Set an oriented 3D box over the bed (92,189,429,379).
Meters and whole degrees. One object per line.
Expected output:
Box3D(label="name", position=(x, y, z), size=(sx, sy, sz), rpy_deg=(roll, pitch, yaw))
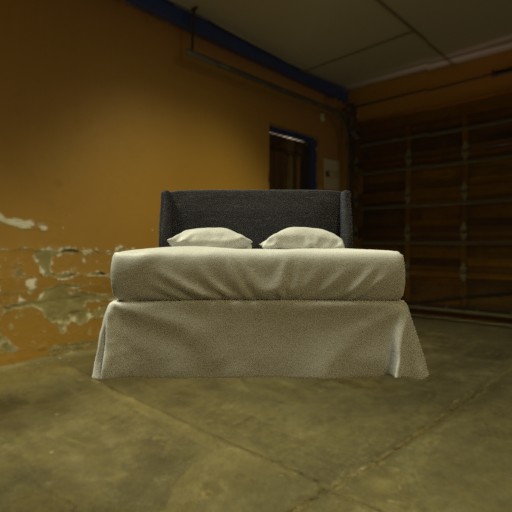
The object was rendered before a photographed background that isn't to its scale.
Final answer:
Box3D(label="bed", position=(0.000, 0.000, 3.445), size=(1.925, 1.332, 2.276), rpy_deg=(0, 0, 0))
